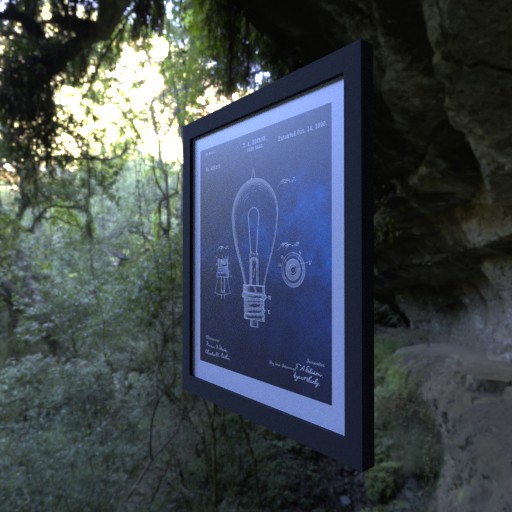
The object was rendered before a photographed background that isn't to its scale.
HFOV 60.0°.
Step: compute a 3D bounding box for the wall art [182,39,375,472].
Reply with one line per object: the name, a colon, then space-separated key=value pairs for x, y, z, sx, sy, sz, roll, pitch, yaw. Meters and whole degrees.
wall art: x=0.000 y=0.000 z=0.691 sx=0.023 sy=0.505 sz=0.428 roll=1 pitch=-1 yaw=-38
